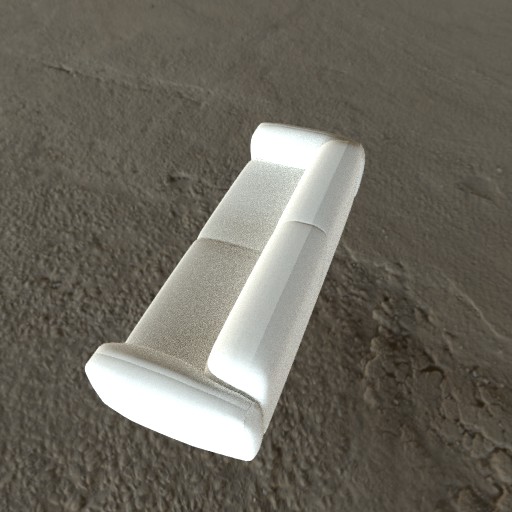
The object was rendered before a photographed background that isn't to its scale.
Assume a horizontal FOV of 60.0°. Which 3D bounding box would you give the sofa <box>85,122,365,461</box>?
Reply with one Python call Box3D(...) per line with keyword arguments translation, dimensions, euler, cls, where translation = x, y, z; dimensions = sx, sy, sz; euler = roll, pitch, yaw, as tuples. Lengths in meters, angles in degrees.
Box3D(translation=(0.000, 0.000, 2.744), dimensions=(0.870, 0.780, 2.280), euler=(16, 50, 14), cls="sofa")
